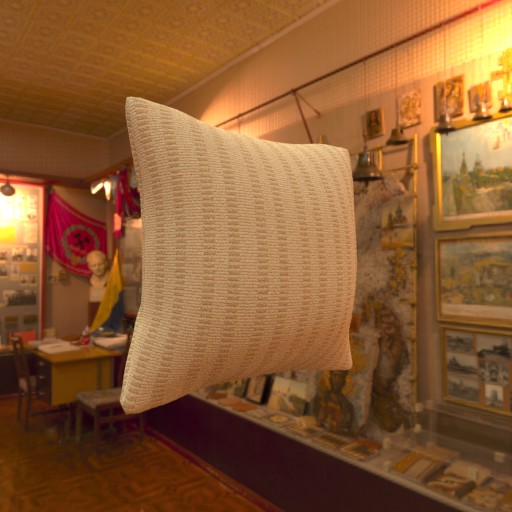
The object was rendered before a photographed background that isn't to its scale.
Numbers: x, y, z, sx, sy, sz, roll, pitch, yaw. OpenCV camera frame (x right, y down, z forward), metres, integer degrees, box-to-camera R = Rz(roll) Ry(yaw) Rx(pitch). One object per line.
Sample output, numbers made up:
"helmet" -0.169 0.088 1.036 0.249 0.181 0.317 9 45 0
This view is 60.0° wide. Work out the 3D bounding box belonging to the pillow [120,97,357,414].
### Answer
"pillow" 0.000 0.000 0.709 0.438 0.419 0.247 1 -2 -37
